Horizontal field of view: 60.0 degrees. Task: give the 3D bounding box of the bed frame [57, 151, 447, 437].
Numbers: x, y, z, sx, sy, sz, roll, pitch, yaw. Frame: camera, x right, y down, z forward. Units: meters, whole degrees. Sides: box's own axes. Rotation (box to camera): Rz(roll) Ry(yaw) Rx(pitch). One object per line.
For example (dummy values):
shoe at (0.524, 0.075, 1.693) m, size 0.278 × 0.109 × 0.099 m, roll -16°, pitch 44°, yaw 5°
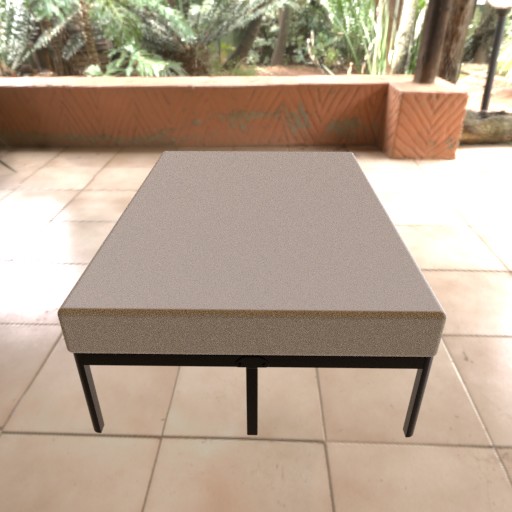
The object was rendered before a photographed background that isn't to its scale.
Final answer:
bed frame at (0.000, 0.000, 2.577) m, size 1.408 × 0.659 × 1.956 m, roll 0°, pitch 30°, yaw 1°
